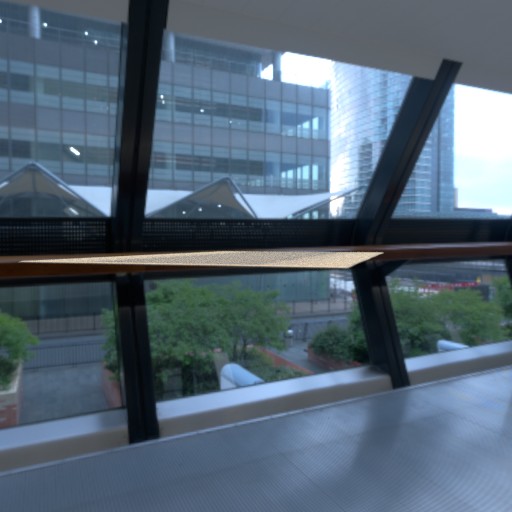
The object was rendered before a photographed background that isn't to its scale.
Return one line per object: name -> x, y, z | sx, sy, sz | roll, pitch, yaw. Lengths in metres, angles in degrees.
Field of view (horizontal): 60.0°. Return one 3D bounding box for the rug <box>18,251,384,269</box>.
rug -> 0.000, 0.000, 3.003 | 1.541, 0.008, 2.448 | 1, 2, 19
